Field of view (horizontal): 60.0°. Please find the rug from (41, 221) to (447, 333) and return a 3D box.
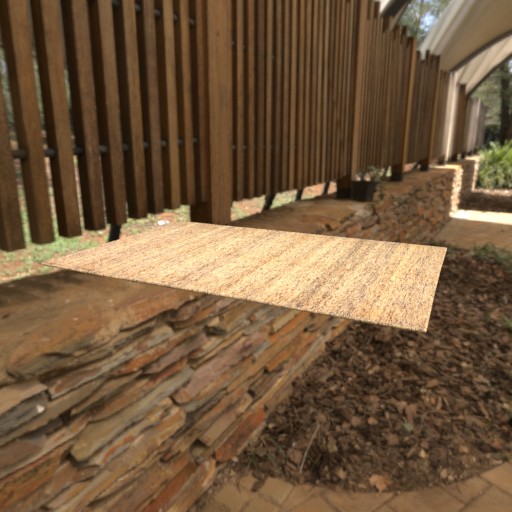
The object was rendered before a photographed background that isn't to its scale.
[{"bbox_3d":[0.000,0.000,2.397,1.846,0.014,1.243,7,17,25],"label":"rug"}]
